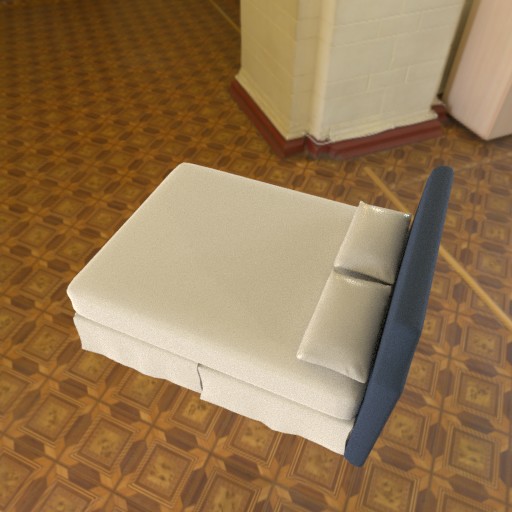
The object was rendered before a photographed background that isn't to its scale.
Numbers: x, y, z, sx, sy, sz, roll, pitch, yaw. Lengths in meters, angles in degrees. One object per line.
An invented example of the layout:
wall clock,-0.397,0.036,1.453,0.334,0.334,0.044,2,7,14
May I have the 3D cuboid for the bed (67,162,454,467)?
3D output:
bed,0.000,0.000,3.235,2.260,1.297,1.831,17,50,15
